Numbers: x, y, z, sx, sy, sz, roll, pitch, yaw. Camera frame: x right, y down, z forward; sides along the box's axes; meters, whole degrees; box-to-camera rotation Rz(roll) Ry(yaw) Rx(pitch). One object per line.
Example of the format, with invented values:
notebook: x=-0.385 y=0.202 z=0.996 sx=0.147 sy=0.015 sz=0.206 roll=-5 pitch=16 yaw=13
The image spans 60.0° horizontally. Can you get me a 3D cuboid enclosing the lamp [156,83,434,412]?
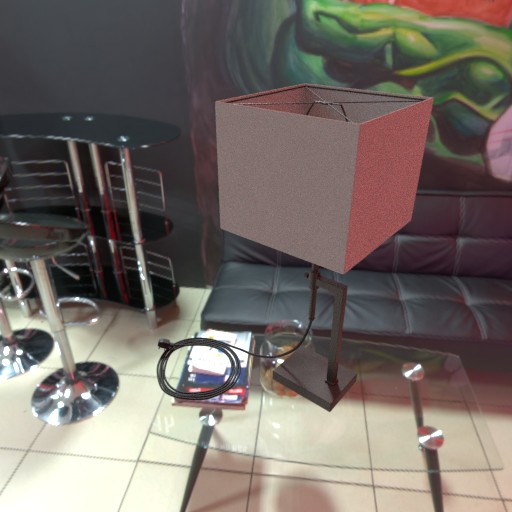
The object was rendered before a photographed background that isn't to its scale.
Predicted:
lamp: x=0.000 y=0.000 z=0.965 sx=0.504 sy=0.660 sz=0.399 roll=22 pitch=36 yaw=34
